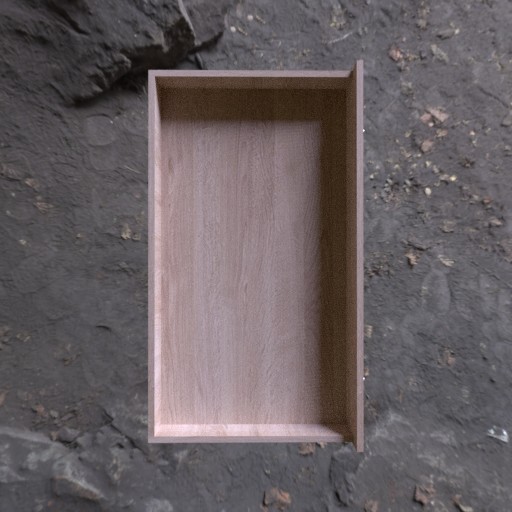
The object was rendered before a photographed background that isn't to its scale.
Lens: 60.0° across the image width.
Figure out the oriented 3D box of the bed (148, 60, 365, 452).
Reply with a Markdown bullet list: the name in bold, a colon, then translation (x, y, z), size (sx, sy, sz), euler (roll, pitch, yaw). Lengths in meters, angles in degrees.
- **bed**: translation (0.000, 0.000, 1.461), size (0.685, 0.209, 1.200), euler (0, 90, -1)
